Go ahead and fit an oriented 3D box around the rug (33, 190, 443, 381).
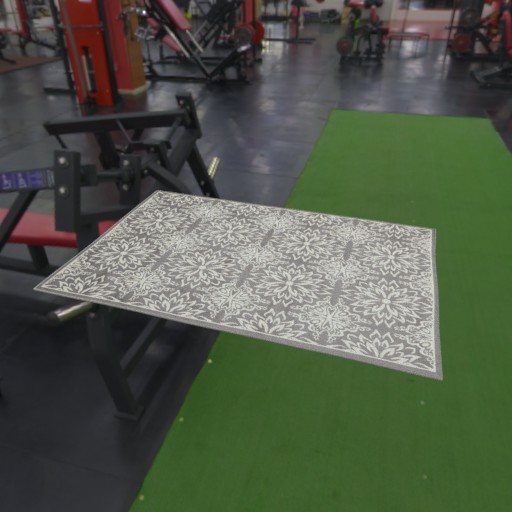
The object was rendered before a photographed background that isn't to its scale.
[{"bbox_3d":[0.000,0.000,2.371,1.847,0.012,1.224,10,33,15],"label":"rug"}]
